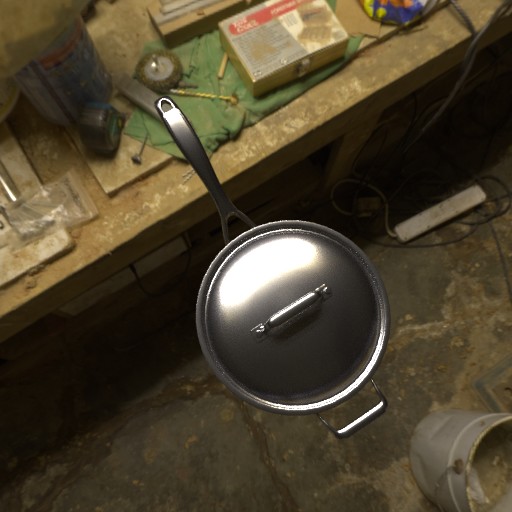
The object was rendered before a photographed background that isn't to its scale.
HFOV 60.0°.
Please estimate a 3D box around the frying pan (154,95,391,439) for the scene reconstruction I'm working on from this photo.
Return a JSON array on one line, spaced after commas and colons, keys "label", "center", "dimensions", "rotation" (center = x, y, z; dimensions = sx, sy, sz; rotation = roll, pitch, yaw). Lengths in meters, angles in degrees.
[{"label": "frying pan", "center": [0.000, 0.000, 0.665], "dimensions": [0.280, 0.114, 0.561], "rotation": [-31, 78, -7]}]
